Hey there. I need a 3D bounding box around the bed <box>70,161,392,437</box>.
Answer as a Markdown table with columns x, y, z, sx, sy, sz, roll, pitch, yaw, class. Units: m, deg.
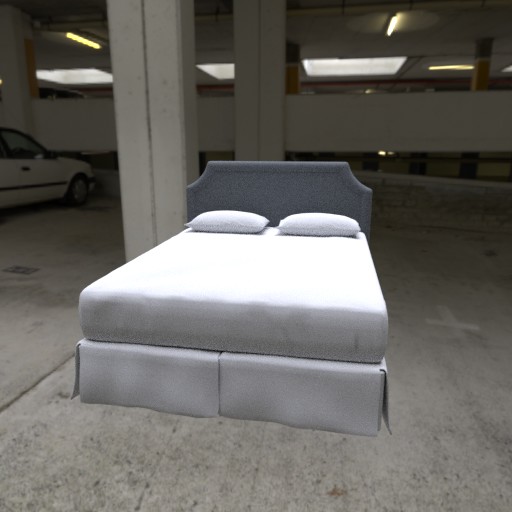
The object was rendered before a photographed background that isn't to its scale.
| x | y | z | sx | sy | sz | roll | pitch | yaw | class |
| --- | --- | --- | --- | --- | --- | --- | --- | --- | --- |
| 0.000 | 0.000 | 3.307 | 1.811 | 1.296 | 2.259 | 3 | 14 | 10 | bed |
